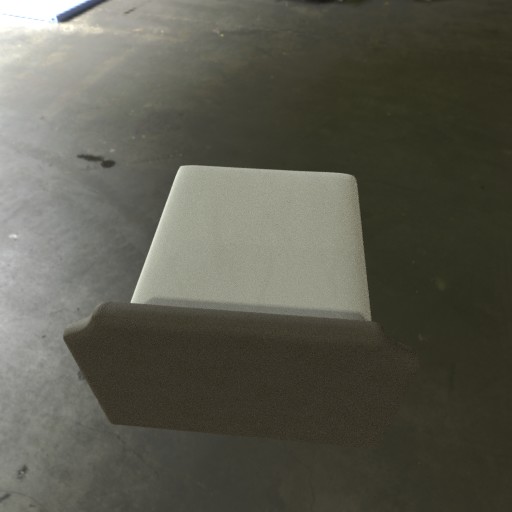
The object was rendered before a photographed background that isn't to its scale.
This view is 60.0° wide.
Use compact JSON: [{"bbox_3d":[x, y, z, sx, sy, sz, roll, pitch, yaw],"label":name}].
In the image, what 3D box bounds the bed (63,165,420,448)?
[{"bbox_3d":[0.000,0.000,3.262,1.831,1.297,2.181,4,47,4],"label":"bed"}]
